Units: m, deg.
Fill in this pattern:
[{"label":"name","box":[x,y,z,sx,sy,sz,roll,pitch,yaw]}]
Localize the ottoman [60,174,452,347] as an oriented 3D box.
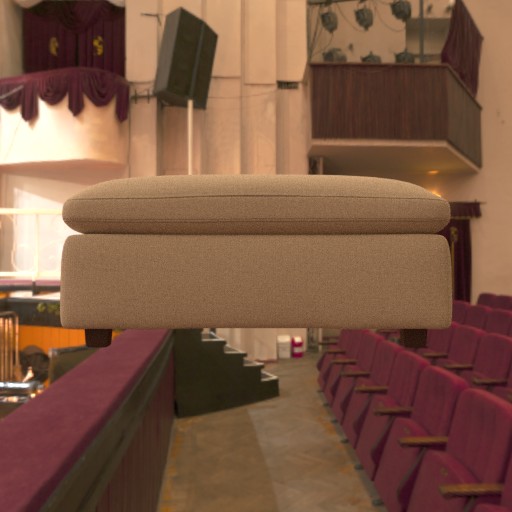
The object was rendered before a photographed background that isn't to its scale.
[{"label":"ottoman","box":[0.000,0.000,1.535,0.996,0.467,0.977,0,-1,0]}]
